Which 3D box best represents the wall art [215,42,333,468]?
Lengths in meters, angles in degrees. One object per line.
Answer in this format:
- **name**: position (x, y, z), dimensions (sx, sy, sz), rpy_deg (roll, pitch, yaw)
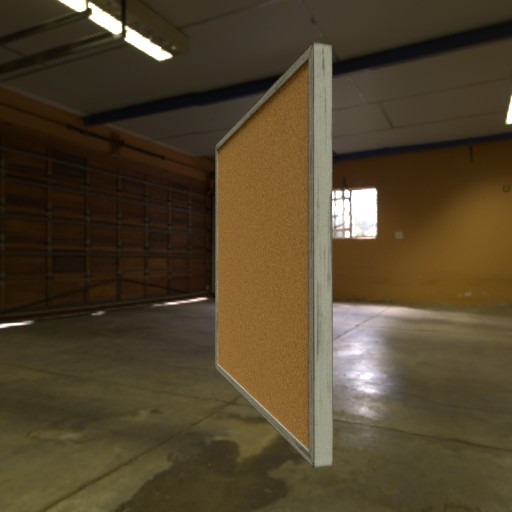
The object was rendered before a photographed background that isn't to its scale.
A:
- **wall art**: position (0.000, 0.000, 1.156), dimensions (0.037, 0.761, 0.761), rpy_deg (0, 0, -19)
